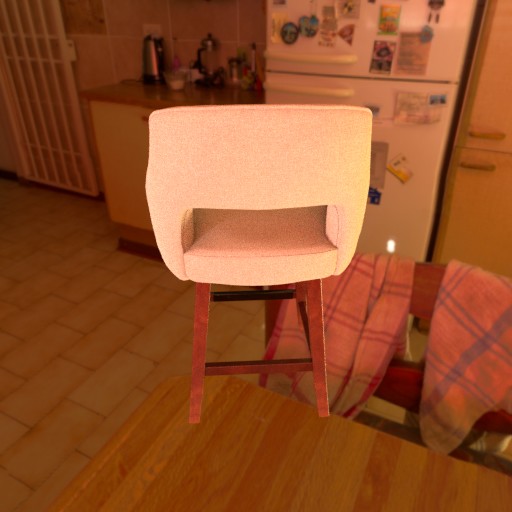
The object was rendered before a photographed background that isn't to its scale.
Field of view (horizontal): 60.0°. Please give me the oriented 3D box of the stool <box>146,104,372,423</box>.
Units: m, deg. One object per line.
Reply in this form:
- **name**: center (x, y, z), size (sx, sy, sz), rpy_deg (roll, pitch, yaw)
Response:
- **stool**: center (0.000, 0.000, 1.263), size (0.550, 0.936, 0.560), rpy_deg (-2, 30, -3)
